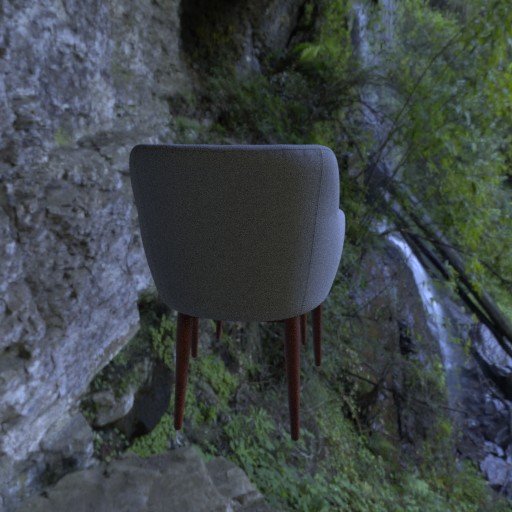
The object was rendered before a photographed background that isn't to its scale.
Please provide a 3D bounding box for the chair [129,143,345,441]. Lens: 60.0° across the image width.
[{"bbox_3d":[0.000,0.000,1.542,0.584,0.799,1.107,2,17,7],"label":"chair"}]
